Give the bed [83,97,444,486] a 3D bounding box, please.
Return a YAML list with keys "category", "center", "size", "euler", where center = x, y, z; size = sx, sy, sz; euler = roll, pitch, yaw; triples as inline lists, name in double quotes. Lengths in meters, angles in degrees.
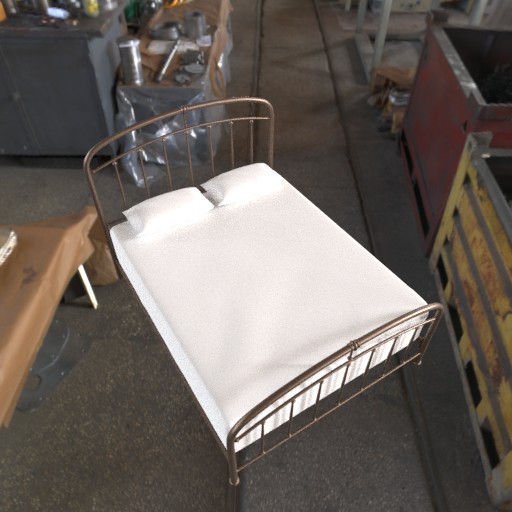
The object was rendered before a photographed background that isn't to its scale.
- category: "bed"
  center: [0.000, 0.000, 3.282]
  size: [1.711, 1.475, 2.168]
  euler: [-24, 49, -22]
